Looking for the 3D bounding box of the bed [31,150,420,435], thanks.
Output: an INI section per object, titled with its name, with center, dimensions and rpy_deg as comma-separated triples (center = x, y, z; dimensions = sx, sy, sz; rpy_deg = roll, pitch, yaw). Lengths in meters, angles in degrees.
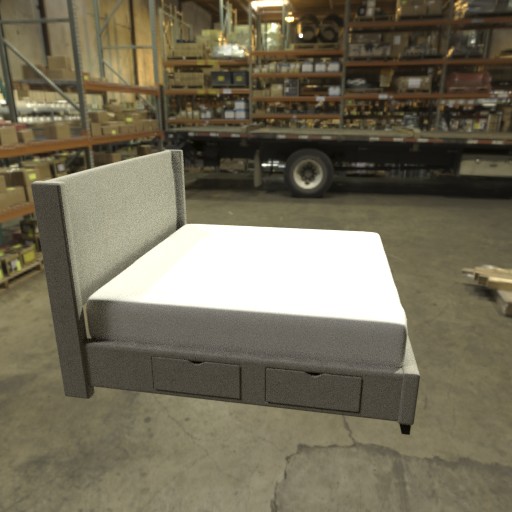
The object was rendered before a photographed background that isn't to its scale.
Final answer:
[bed]
center = 0.000, 0.000, 3.595
dimensions = 2.280, 1.470, 2.140
rpy_deg = 3, 19, 10
